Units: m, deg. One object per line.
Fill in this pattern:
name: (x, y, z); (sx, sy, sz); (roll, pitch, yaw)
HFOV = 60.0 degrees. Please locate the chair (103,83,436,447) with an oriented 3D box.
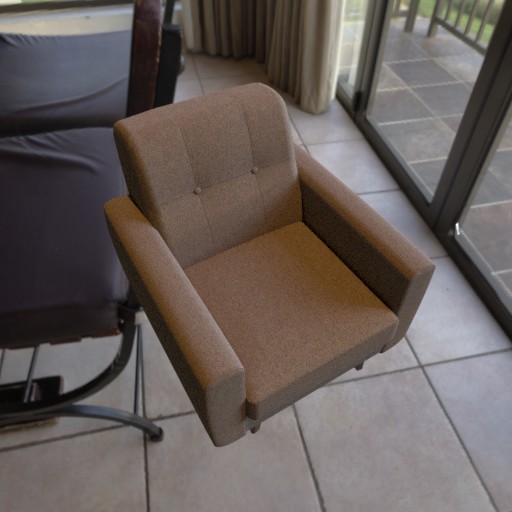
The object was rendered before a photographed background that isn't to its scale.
chair: (0.000, 0.000, 1.583); (0.831, 0.839, 0.907); (-24, 51, -21)
